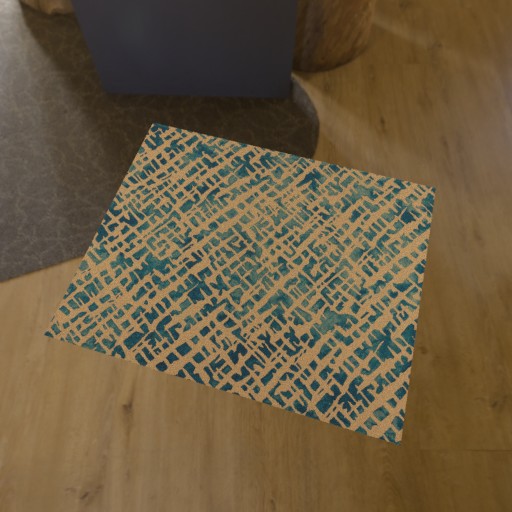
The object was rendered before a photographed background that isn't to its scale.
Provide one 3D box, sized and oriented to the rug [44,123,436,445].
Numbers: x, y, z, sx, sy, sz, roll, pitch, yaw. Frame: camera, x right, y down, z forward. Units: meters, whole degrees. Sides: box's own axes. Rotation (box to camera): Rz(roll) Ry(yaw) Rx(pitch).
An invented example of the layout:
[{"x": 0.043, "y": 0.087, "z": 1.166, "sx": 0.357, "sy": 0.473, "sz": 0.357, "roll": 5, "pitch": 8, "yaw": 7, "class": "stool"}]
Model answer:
[{"x": 0.000, "y": 0.000, "z": 4.053, "sx": 3.007, "sy": 0.007, "sz": 2.435, "roll": 15, "pitch": 65, "yaw": 7, "class": "rug"}]
